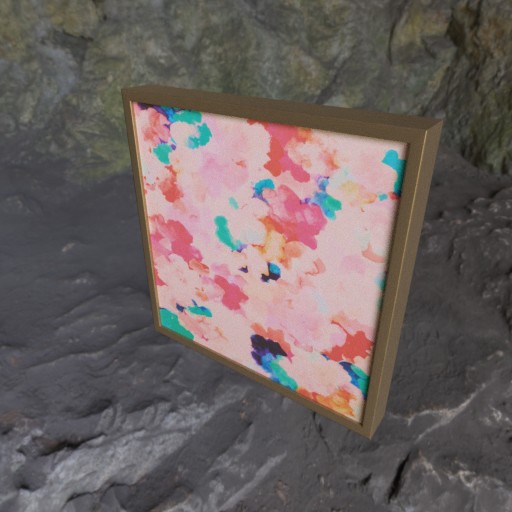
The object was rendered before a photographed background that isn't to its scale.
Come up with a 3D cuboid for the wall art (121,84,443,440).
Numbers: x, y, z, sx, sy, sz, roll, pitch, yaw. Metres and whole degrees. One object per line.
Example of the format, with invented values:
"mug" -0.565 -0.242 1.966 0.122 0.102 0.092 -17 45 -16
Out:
"wall art" 0.000 0.000 0.456 0.304 0.305 0.038 19 34 30
